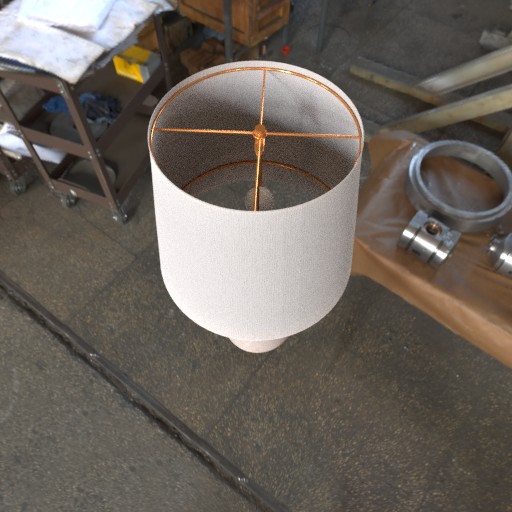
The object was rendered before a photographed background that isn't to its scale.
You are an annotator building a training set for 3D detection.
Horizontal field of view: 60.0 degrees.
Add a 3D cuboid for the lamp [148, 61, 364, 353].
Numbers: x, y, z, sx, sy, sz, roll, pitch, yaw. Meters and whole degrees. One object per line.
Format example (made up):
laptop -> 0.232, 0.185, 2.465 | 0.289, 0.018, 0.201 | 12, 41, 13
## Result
lamp -> 0.000, 0.000, 0.451 | 0.189, 0.340, 0.189 | 0, 58, 0
